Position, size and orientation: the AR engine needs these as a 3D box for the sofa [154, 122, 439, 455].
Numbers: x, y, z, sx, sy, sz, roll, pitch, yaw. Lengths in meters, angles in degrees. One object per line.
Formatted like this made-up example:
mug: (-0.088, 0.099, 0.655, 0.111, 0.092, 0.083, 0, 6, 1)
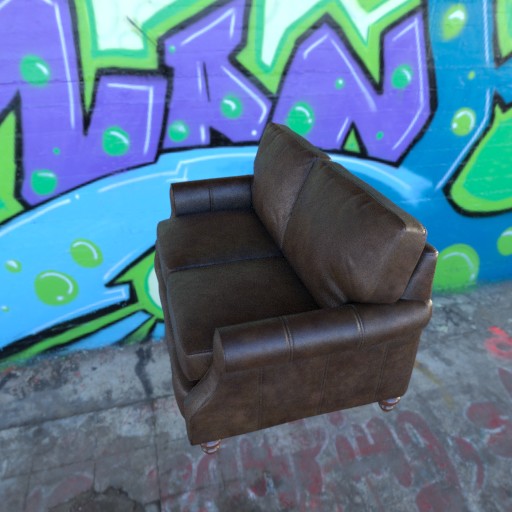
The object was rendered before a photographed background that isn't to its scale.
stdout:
sofa: (0.000, 0.000, 2.221, 0.990, 0.976, 1.616, -8, 31, -14)
